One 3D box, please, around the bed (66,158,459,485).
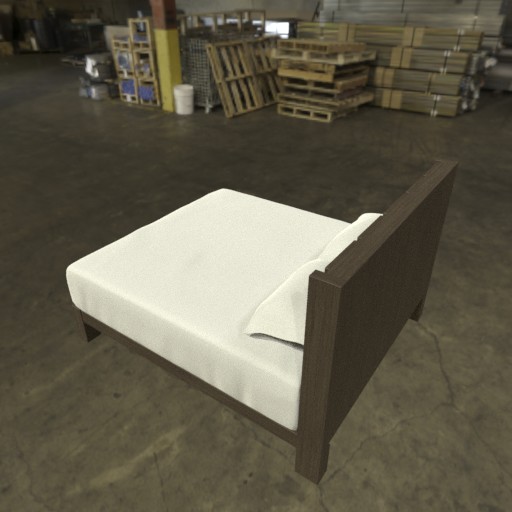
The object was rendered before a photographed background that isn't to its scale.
[{"bbox_3d":[0.000,0.000,3.077,1.992,1.261,1.735,20,36,30],"label":"bed"}]
